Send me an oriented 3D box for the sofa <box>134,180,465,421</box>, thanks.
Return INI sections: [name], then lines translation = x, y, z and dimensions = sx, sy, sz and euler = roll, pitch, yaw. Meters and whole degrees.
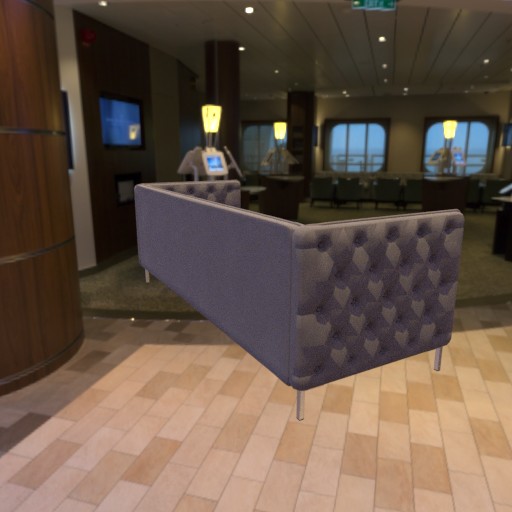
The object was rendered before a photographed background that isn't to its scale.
[sofa]
translation = 0.000, 0.000, 2.706
dimensions = 0.895, 0.771, 2.209
euler = -8, 16, -29
